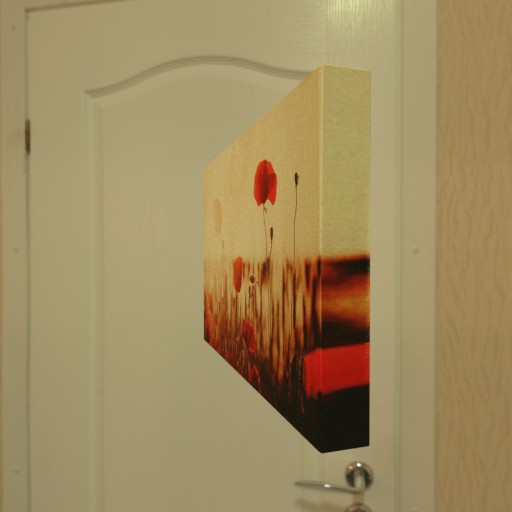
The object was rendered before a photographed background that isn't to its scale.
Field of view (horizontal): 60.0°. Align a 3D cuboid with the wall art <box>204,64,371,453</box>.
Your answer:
[{"bbox_3d":[0.000,0.000,0.472,0.037,0.251,0.383,0,1,-18],"label":"wall art"}]
